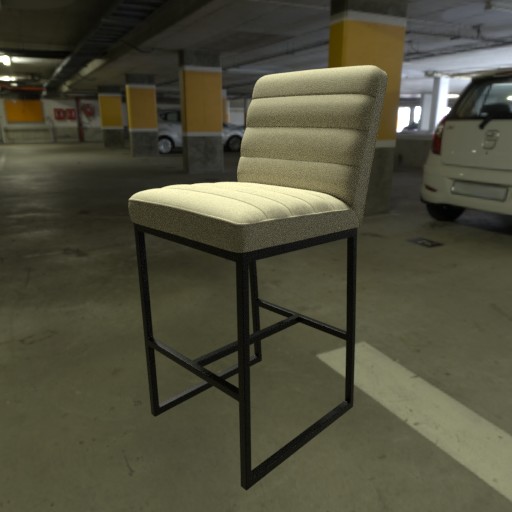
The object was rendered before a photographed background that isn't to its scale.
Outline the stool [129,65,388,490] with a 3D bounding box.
[{"bbox_3d":[0.000,0.000,1.291,0.460,1.040,0.560,16,23,42],"label":"stool"}]
